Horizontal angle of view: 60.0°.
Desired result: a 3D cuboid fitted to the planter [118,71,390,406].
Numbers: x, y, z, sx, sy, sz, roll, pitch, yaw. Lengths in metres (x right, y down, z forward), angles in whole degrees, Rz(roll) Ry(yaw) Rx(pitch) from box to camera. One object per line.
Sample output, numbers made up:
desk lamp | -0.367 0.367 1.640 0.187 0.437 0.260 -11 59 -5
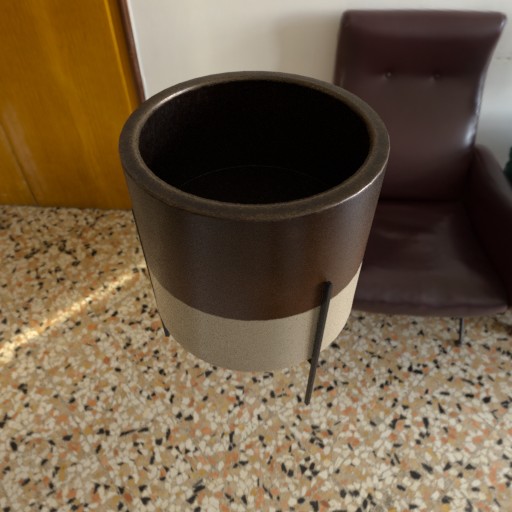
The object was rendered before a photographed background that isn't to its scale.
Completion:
planter | 0.000 0.000 0.731 0.345 0.465 0.354 -24 51 -21
